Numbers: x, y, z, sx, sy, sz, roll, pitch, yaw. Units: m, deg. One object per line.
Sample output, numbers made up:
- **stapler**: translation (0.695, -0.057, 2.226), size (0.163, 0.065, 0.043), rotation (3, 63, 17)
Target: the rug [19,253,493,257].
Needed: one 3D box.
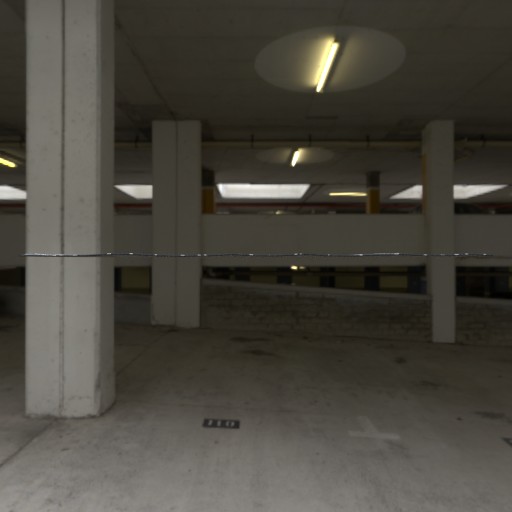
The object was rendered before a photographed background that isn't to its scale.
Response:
- **rug**: translation (0.000, 0.000, 3.046), size (2.448, 0.017, 1.529), rotation (0, 0, 0)
